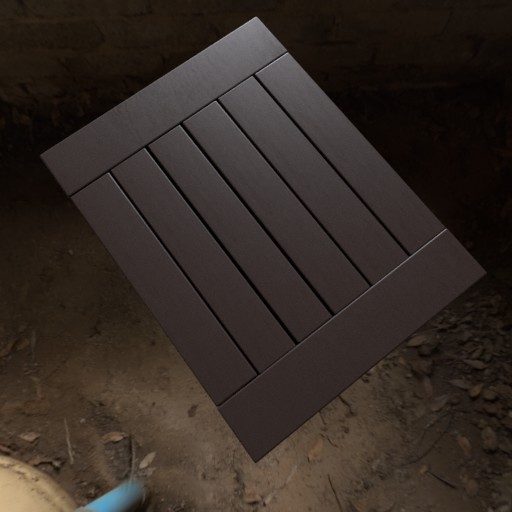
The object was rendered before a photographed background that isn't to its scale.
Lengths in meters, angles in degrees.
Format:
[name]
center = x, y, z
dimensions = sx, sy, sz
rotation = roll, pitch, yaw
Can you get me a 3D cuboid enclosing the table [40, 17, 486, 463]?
[table]
center = 0.000, 0.000, 1.014
dimensions = 0.460, 0.605, 0.602
rotation = -36, 79, -8
